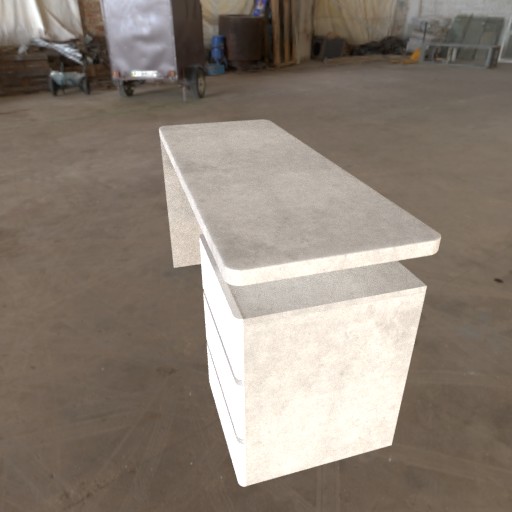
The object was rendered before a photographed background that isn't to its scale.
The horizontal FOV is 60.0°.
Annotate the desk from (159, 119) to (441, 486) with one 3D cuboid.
[{"bbox_3d":[0.000,0.000,1.769,0.550,0.755,1.400,-8,30,-15],"label":"desk"}]
